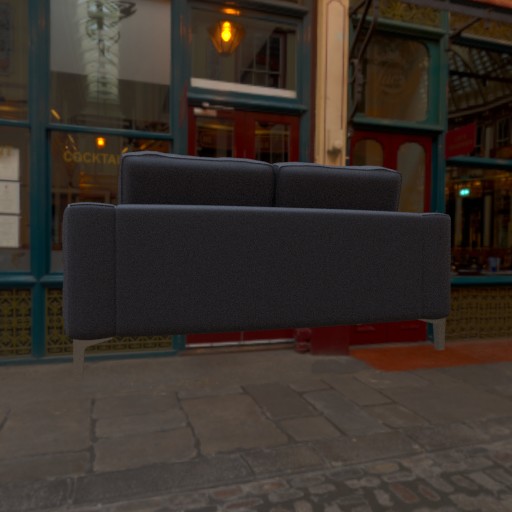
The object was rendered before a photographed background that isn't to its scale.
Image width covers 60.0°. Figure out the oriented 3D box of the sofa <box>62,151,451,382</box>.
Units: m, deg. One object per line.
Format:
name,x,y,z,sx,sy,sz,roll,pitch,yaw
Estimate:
sofa,0.000,0.000,2.221,1.726,0.893,0.833,0,1,-18
